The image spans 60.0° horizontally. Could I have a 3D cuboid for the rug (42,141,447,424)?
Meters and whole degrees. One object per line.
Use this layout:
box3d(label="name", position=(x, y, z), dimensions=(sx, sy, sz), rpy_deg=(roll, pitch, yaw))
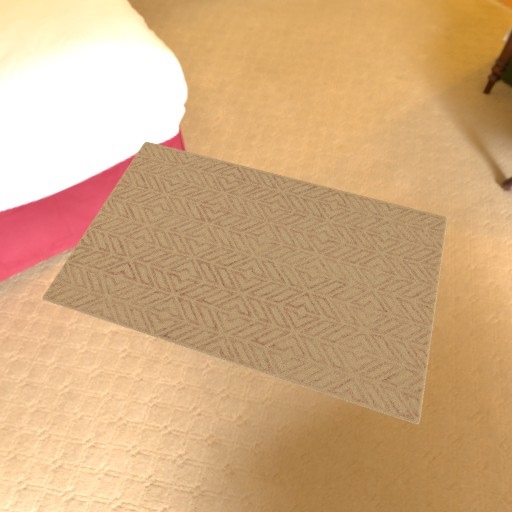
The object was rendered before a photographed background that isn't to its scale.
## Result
box3d(label="rug", position=(0.000, 0.000, 3.060), dimensions=(2.438, 0.008, 1.523), rpy_deg=(16, 60, 10))
